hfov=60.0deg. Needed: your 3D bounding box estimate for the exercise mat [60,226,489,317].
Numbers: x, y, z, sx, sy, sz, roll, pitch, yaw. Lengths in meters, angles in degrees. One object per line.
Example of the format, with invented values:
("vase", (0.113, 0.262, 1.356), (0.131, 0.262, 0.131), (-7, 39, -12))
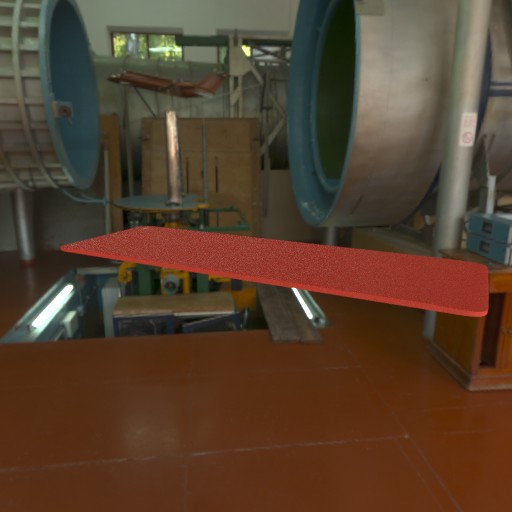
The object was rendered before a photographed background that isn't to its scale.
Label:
("exercise mat", (0.000, 0.000, 1.996), (1.869, 0.021, 0.616), (8, 17, 26))
